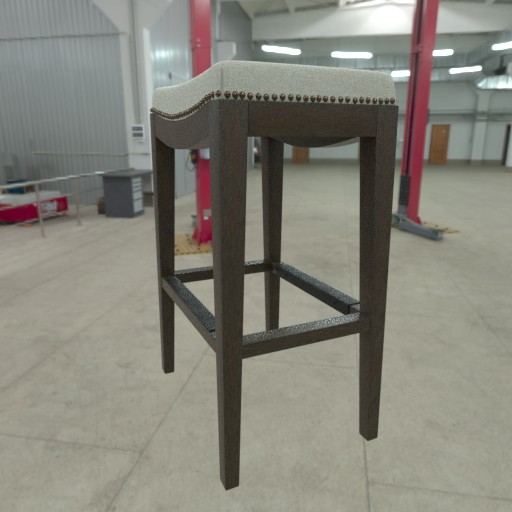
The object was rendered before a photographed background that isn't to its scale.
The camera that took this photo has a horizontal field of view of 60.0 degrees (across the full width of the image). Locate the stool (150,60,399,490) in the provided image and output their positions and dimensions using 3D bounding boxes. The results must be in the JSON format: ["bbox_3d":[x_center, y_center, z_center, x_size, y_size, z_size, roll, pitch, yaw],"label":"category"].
[{"bbox_3d":[0.000,0.000,1.021,0.358,0.759,0.498,-7,17,-24],"label":"stool"}]
